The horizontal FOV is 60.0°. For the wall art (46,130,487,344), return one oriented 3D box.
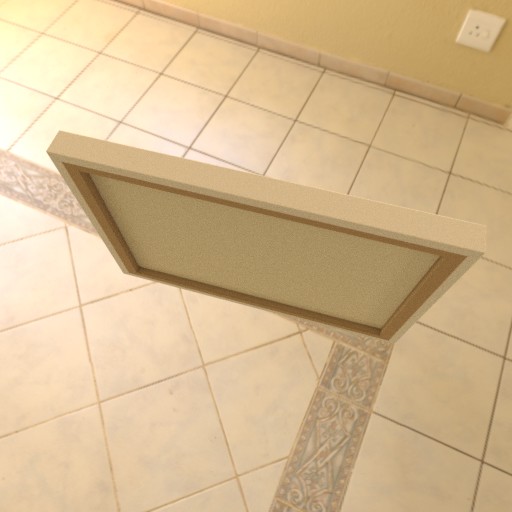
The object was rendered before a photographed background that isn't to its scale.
[{"bbox_3d":[0.000,0.000,0.786,0.608,0.414,0.042,14,64,7],"label":"wall art"}]
